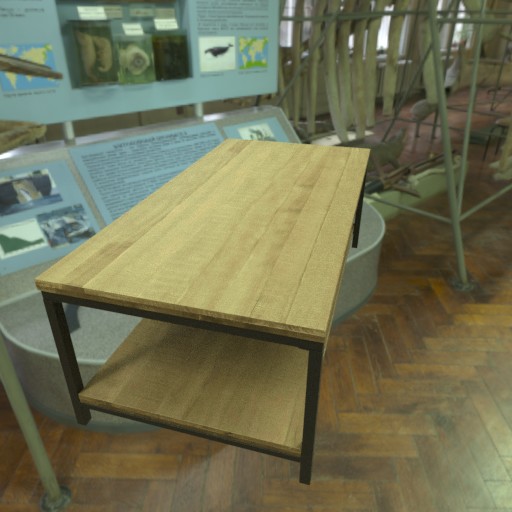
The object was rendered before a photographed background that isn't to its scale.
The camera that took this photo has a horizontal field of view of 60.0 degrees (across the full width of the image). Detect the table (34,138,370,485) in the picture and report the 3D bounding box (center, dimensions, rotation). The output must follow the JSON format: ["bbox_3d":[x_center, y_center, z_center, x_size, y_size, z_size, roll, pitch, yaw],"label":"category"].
[{"bbox_3d":[0.000,0.000,1.327,0.551,0.399,1.100,8,30,14],"label":"table"}]
